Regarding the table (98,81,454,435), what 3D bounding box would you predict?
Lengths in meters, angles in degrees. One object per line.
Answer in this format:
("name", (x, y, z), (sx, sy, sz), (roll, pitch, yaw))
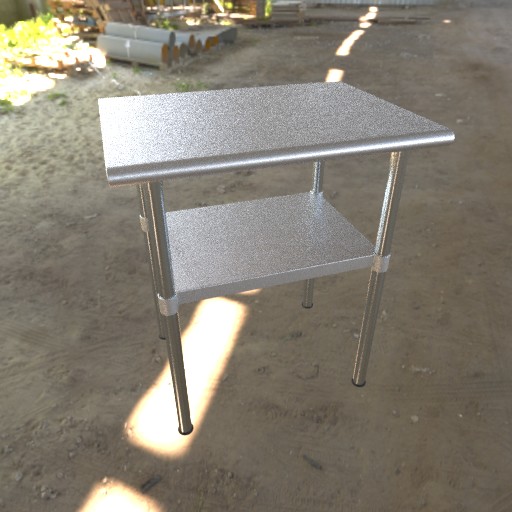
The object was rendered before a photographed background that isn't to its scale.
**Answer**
("table", (0.000, 0.000, 1.373), (0.762, 0.876, 0.584), (-10, 34, -15))
